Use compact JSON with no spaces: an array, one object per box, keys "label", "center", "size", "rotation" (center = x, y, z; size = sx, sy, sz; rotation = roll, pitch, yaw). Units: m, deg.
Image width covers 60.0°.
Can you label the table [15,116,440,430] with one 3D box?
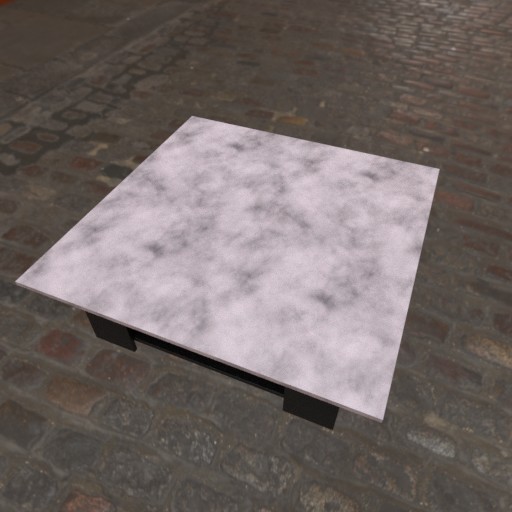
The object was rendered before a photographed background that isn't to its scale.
[{"label":"table","center":[0.000,0.000,1.347],"size":[0.890,0.305,0.890],"rotation":[17,48,16]}]
